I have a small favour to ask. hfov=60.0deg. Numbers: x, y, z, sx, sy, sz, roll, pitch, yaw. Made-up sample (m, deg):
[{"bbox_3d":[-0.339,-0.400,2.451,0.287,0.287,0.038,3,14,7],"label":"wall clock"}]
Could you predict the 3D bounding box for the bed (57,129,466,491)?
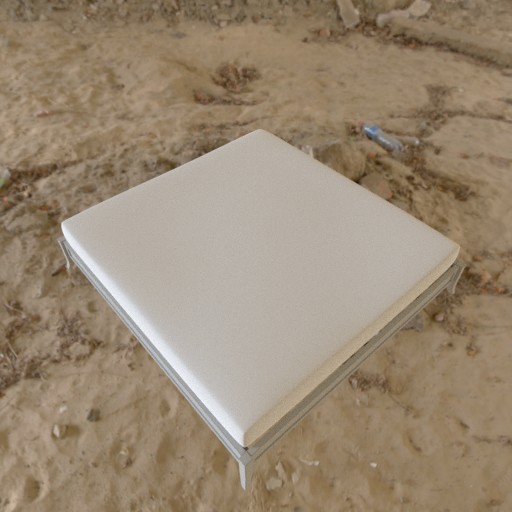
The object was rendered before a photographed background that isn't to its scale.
[{"bbox_3d":[0.000,0.000,3.132,2.007,0.510,2.108,-33,54,-27],"label":"bed"}]
